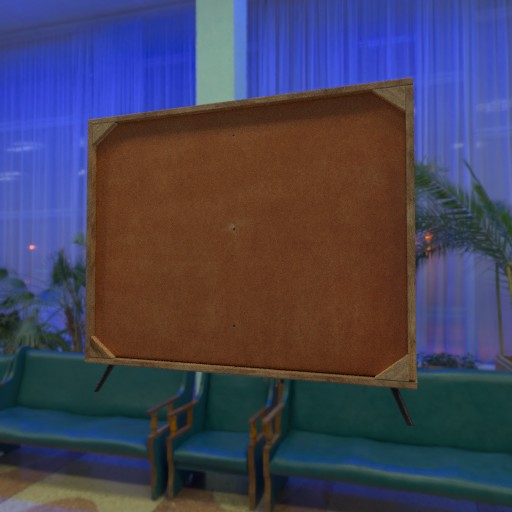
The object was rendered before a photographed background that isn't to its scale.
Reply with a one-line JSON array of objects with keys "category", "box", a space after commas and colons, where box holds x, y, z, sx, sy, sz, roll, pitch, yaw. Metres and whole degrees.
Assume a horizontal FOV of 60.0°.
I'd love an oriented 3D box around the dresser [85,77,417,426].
[{"category": "dresser", "box": [0.000, 0.000, 1.426, 0.967, 0.847, 0.446, -1, -2, 19]}]
